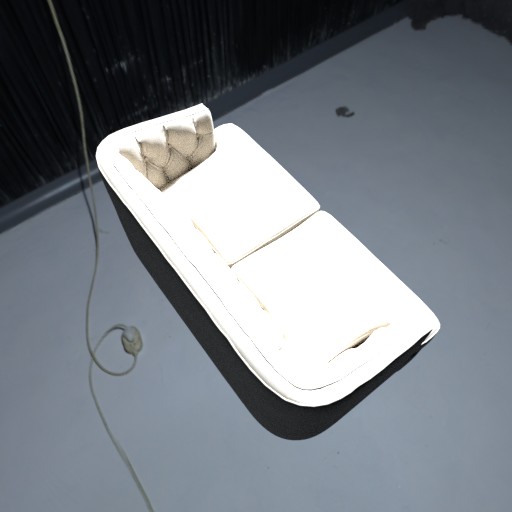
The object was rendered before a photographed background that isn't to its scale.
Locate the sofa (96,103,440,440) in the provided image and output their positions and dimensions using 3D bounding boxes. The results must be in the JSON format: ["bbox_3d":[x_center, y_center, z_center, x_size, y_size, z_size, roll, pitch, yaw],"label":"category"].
[{"bbox_3d":[0.000,0.000,2.320,0.940,0.878,1.731,-33,64,-18],"label":"sofa"}]
